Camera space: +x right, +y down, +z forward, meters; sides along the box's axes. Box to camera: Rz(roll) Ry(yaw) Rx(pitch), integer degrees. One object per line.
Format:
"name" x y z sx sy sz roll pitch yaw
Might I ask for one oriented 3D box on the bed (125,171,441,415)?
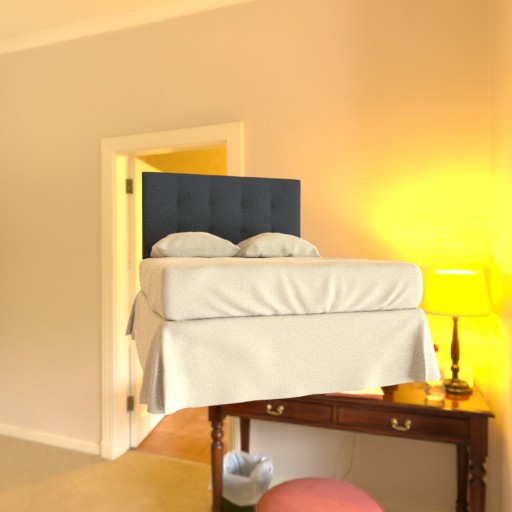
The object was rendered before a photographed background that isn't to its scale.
"bed" 0.000 0.000 3.508 1.936 1.577 2.222 0 1 -18
